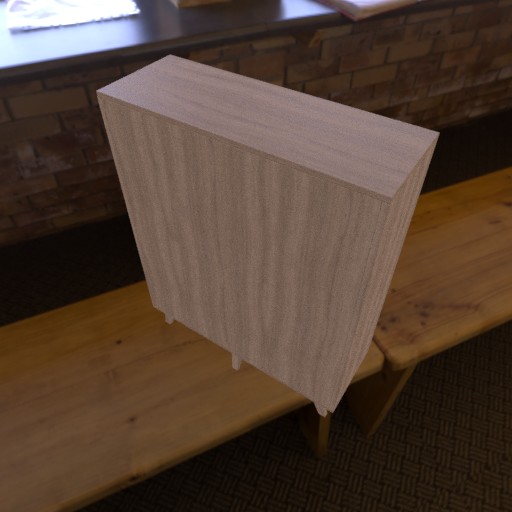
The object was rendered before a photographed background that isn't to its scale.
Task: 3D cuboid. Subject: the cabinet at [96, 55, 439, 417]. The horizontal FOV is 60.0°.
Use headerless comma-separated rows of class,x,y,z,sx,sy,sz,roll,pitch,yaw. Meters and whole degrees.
cabinet,0.000,0.000,1.976,1.111,1.388,0.398,25,51,23
